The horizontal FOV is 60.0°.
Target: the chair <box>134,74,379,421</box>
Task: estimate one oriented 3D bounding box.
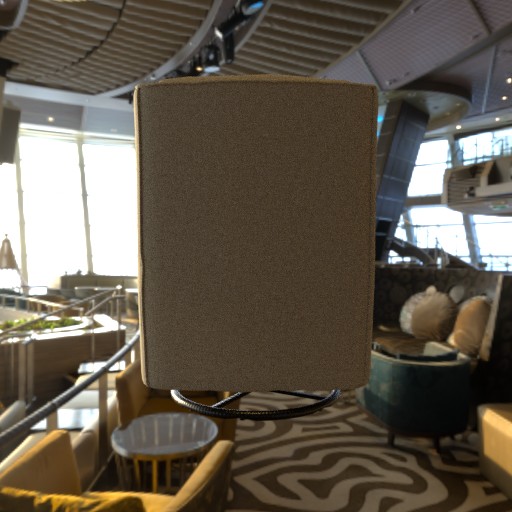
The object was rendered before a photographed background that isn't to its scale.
[{"bbox_3d":[0.000,0.000,1.587,0.732,0.993,0.879,0,0,0],"label":"chair"}]
